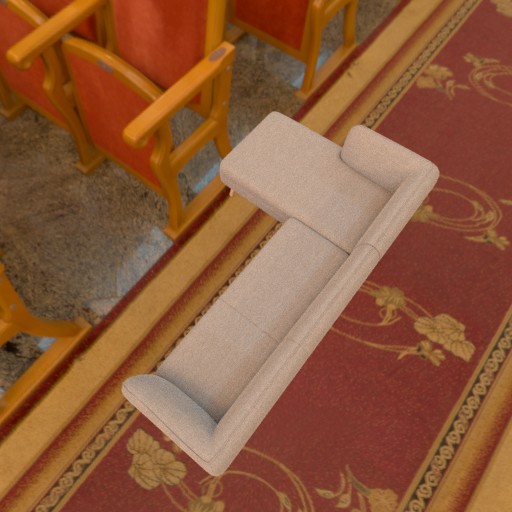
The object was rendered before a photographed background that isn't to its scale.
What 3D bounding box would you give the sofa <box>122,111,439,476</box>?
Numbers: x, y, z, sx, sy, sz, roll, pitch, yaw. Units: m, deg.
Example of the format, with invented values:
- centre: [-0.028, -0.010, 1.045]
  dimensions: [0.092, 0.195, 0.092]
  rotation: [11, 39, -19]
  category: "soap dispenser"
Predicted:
- centre: [0.000, 0.000, 3.358]
  dimensions: [1.532, 0.693, 2.653]
  rotation: [35, 69, 16]
  category: "sofa"
